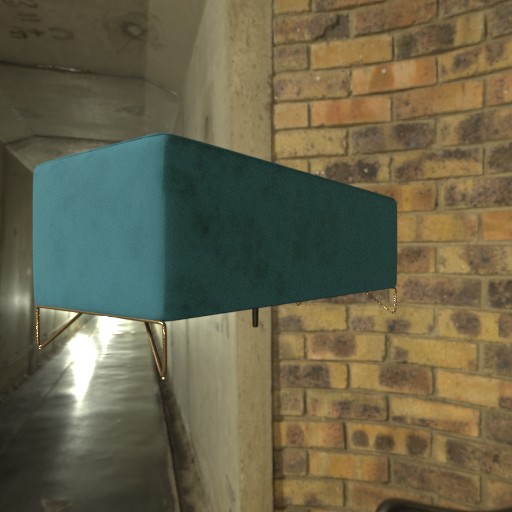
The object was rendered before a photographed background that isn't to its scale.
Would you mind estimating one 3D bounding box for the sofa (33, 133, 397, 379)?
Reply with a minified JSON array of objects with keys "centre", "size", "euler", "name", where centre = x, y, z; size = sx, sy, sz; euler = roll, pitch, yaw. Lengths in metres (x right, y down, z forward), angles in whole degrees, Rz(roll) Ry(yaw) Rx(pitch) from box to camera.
[{"centre":[0.000,0.000,2.452],"size":[0.867,0.789,2.087],"euler":[0,0,38],"name":"sofa"}]
